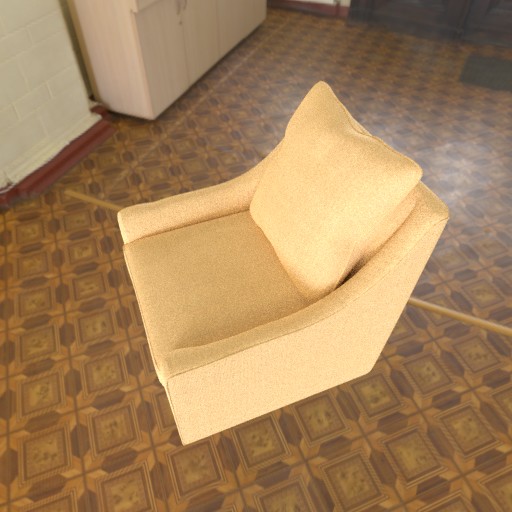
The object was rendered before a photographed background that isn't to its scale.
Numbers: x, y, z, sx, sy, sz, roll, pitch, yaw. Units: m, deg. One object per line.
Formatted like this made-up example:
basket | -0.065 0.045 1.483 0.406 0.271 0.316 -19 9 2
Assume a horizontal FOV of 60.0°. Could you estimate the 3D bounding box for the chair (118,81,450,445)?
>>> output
chair | 0.000 0.000 1.580 0.876 0.927 0.760 -16 49 -15
